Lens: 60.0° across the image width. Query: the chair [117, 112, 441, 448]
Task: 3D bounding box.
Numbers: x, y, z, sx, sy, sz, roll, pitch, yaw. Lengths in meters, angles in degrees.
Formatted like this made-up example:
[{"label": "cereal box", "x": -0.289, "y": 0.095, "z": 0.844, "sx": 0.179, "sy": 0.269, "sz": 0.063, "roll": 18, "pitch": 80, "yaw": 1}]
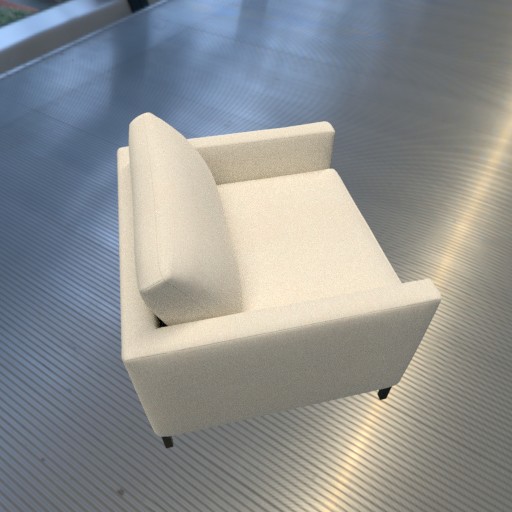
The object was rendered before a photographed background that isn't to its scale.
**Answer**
[{"label": "chair", "x": 0.000, "y": 0.000, "z": 1.590, "sx": 0.875, "sy": 0.806, "sz": 0.964, "roll": -9, "pitch": 48, "yaw": -9}]
